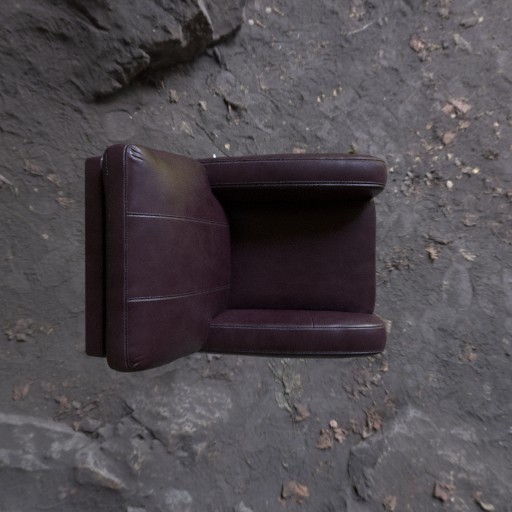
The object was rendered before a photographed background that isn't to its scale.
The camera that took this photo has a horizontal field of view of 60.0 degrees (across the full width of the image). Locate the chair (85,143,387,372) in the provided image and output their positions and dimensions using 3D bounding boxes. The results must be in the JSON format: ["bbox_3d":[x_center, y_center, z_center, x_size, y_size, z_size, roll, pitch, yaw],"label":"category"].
[{"bbox_3d":[0.000,0.000,1.696,0.990,0.990,0.762,0,91,2],"label":"chair"}]
